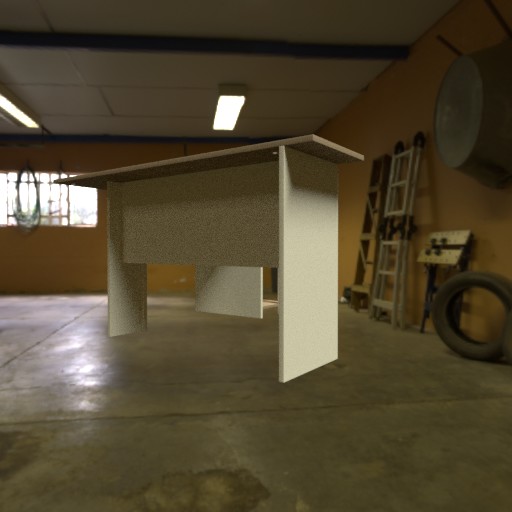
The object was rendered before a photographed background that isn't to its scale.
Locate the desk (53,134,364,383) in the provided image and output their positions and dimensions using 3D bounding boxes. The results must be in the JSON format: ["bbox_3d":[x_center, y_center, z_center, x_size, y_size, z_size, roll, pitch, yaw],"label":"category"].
[{"bbox_3d":[0.000,0.000,2.166,1.361,0.716,1.303,1,1,37],"label":"desk"}]
